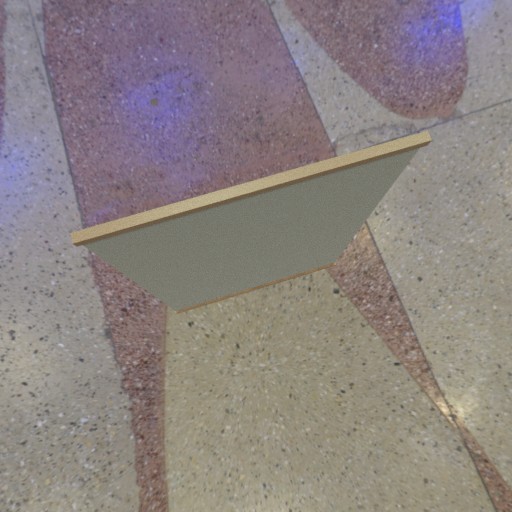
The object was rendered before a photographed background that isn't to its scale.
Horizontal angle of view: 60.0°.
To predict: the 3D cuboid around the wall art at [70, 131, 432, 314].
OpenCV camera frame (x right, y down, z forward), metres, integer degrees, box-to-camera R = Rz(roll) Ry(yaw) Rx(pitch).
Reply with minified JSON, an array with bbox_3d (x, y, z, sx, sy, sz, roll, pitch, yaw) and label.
[{"bbox_3d":[0.000,0.000,1.908,0.990,1.519,0.030,-17,76,-4],"label":"wall art"}]
